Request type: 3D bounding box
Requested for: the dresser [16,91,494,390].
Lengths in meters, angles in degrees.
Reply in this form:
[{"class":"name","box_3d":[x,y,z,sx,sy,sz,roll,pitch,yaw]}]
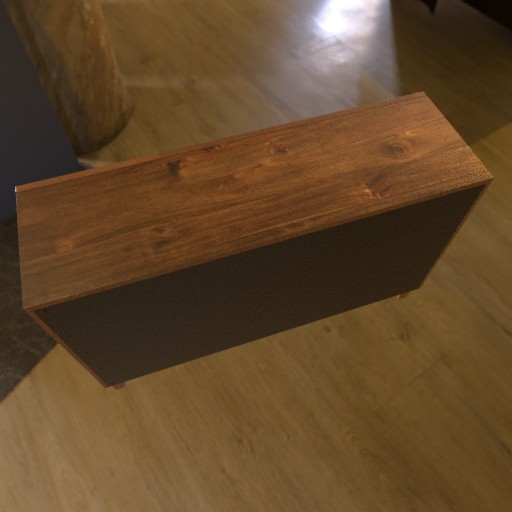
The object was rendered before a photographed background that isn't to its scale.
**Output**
[{"class":"dresser","box_3d":[0.000,0.000,1.727,1.400,0.873,0.446,-16,59,-10]}]
